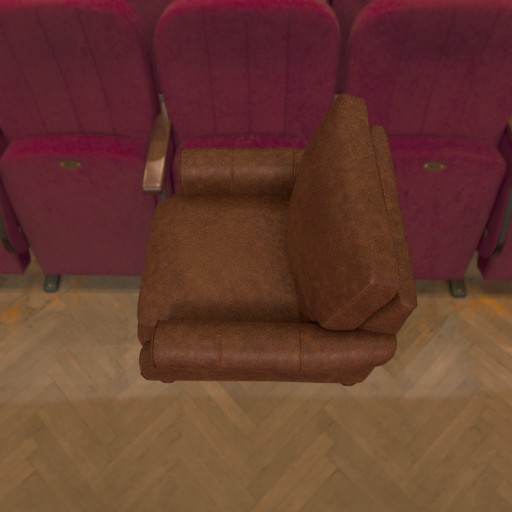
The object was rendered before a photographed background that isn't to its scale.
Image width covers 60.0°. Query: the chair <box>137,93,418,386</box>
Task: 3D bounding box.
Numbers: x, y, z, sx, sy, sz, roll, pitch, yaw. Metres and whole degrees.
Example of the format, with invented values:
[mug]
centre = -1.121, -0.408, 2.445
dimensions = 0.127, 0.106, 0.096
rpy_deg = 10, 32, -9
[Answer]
[chair]
centre = 0.000, 0.000, 1.800
dimensions = 1.002, 0.976, 0.996
rpy_deg = 1, 59, 1
